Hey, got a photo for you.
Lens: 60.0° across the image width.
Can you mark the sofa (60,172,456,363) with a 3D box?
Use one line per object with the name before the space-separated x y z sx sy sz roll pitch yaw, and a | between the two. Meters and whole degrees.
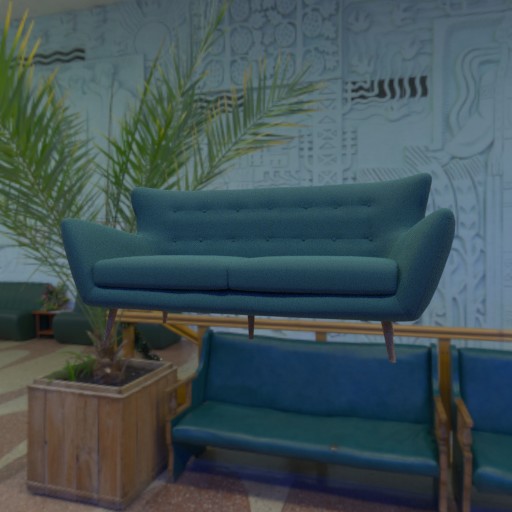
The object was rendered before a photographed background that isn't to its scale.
sofa | 0.000 0.000 2.429 1.930 0.890 0.889 0 1 18
